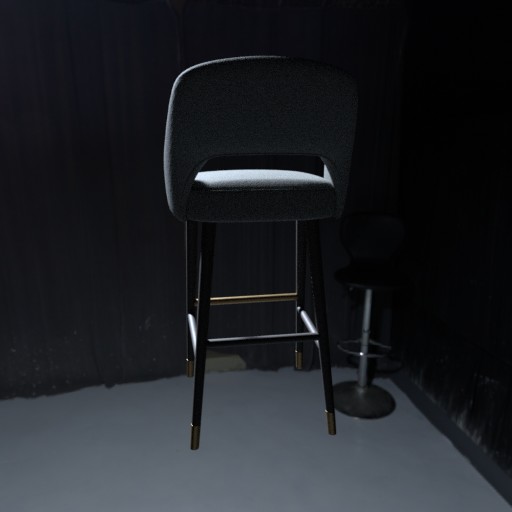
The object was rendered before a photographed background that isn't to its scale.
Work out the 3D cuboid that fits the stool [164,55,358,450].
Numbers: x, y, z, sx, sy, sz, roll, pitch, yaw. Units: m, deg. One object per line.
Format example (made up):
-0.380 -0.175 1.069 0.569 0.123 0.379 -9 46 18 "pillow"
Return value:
0.000 0.000 1.398 0.536 1.089 0.524 -2 15 -9 "stool"
